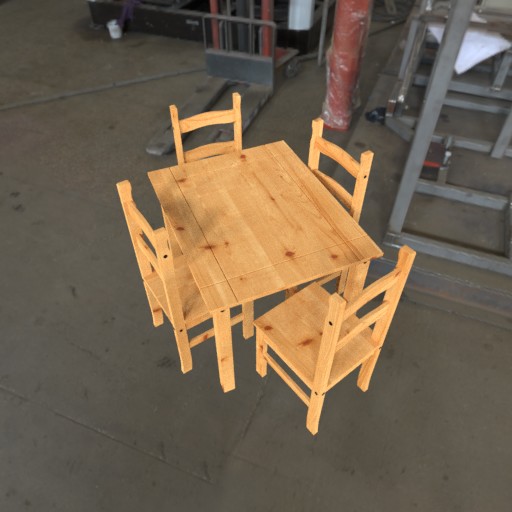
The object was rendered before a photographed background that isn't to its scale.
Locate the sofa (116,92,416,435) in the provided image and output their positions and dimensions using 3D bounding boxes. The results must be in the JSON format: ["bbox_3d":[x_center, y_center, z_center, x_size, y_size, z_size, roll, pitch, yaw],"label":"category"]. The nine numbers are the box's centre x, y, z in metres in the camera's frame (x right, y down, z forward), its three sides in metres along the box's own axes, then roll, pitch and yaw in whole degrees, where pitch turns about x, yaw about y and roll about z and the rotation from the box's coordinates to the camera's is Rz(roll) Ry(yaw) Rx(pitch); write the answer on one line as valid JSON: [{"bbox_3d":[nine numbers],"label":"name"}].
[{"bbox_3d":[0.000,0.000,2.267,1.144,1.000,1.529,-17,48,-16],"label":"sofa"}]
